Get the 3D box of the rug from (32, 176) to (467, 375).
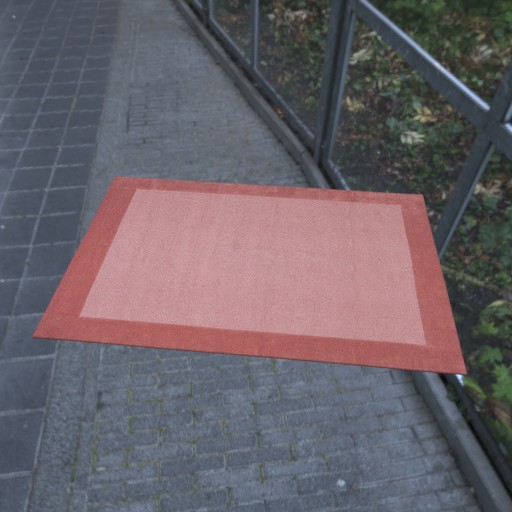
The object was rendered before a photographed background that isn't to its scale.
[{"bbox_3d":[0.000,0.000,2.982,2.438,0.014,1.524,4,47,4],"label":"rug"}]
